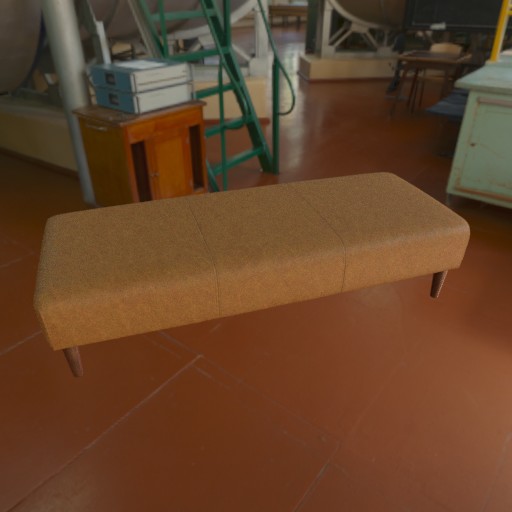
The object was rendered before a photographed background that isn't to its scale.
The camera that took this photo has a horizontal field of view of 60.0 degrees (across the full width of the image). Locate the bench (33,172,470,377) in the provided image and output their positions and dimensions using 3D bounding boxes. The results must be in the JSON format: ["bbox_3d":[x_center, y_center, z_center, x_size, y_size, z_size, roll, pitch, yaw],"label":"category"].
[{"bbox_3d":[0.000,0.000,1.859,1.610,0.399,0.653,-10,33,-15],"label":"bench"}]
